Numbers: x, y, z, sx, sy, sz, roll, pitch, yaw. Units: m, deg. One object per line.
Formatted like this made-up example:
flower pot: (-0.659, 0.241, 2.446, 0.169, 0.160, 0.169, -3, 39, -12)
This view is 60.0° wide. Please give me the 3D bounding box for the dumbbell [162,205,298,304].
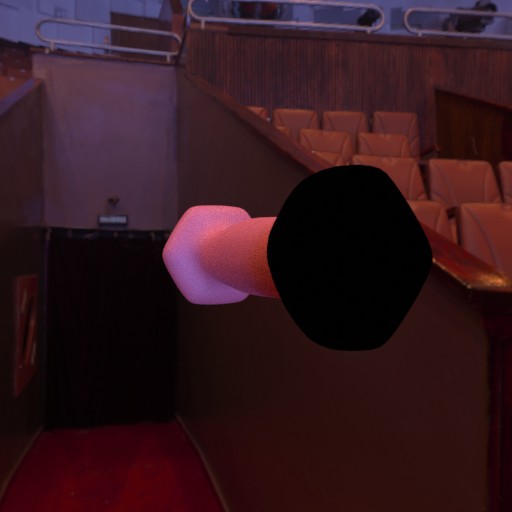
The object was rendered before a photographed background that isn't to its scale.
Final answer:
dumbbell: (0.000, 0.000, 0.145, 0.047, 0.043, 0.123, 0, 1, -19)
